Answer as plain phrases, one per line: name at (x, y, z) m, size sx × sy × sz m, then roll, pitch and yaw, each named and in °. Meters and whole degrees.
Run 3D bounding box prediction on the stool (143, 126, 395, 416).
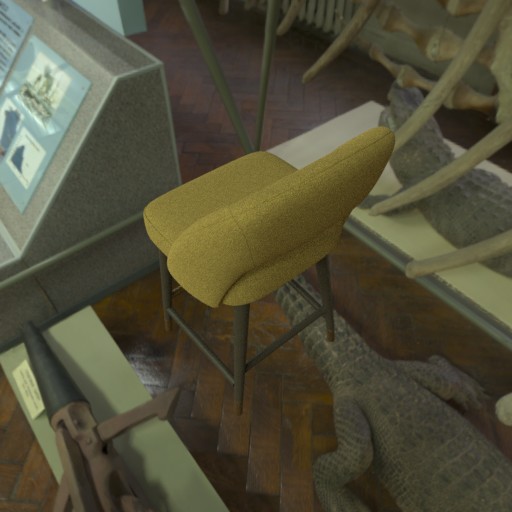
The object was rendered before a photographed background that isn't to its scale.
stool at (0.000, 0.000, 1.296) m, size 0.536 × 0.939 × 0.522 m, roll -31°, pitch 55°, yaw -25°
